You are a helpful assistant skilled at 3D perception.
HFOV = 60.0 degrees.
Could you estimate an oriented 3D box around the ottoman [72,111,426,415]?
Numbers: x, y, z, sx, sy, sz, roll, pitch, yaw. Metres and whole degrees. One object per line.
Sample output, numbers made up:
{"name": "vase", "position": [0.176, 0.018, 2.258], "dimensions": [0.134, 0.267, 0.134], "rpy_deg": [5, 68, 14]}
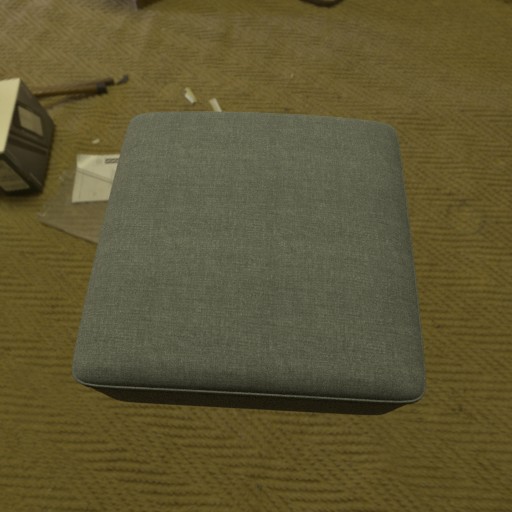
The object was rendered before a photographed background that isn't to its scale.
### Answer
{"name": "ottoman", "position": [0.000, 0.000, 1.668], "dimensions": [1.067, 0.559, 1.067], "rpy_deg": [3, 64, 1]}
